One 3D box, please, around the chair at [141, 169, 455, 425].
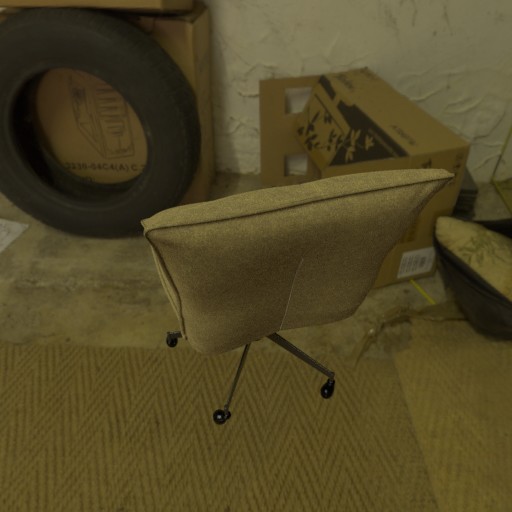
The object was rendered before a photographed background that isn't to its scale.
[{"bbox_3d":[0.000,0.000,1.274,0.597,0.811,0.696,-12,42,-14],"label":"chair"}]
